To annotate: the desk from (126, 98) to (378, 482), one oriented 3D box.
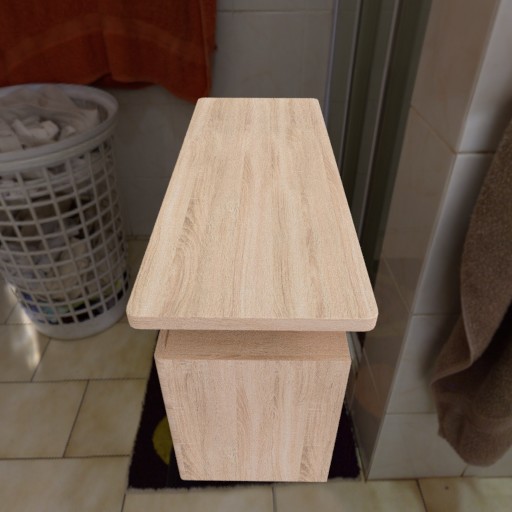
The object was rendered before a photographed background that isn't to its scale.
[{"bbox_3d":[0.000,0.000,1.730,0.550,0.760,1.400,0,38,1],"label":"desk"}]
